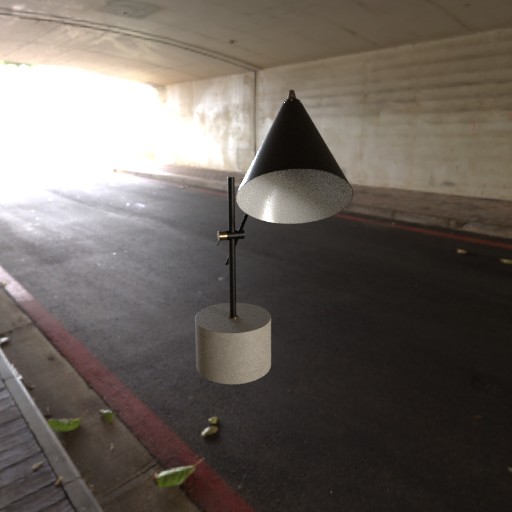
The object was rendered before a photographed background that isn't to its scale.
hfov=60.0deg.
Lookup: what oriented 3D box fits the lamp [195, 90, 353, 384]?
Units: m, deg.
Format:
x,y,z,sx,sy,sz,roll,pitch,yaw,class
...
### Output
x,y,z,sx,sy,sz,roll,pitch,yaw,class
0.000,0.000,0.744,0.214,0.518,0.403,-2,16,-8,lamp
